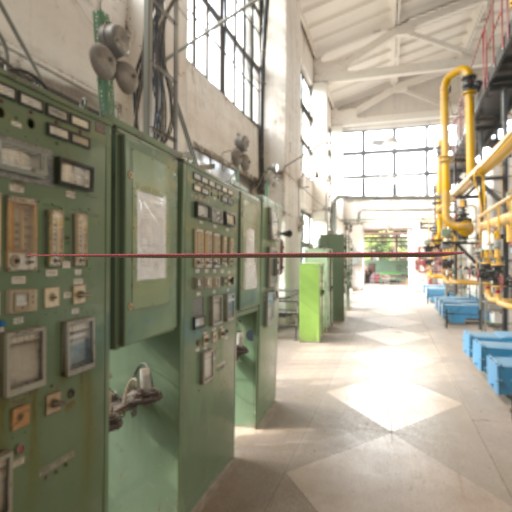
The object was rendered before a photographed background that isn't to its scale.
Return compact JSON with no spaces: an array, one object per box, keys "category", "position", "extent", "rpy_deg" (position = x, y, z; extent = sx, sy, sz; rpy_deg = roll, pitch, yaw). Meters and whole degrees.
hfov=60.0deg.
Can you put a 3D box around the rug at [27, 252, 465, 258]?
[{"category":"rug","position":[0.000,0.000,3.043],"extent":[2.423,0.010,1.534],"rpy_deg":[0,-1,18]}]
